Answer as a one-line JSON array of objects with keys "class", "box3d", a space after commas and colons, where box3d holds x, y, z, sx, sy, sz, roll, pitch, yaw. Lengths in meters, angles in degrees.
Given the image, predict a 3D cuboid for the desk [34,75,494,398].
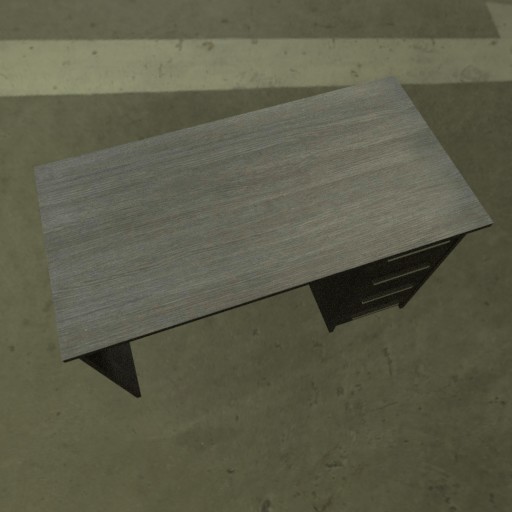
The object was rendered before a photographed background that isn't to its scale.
[{"class": "desk", "box3d": [0.000, 0.000, 1.498, 1.096, 0.730, 0.560, -17, 65, -8]}]
